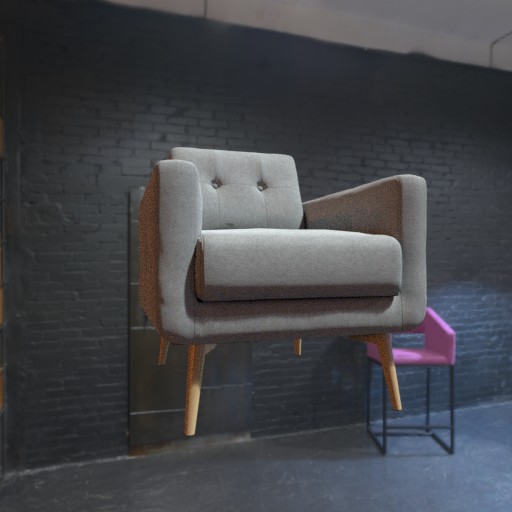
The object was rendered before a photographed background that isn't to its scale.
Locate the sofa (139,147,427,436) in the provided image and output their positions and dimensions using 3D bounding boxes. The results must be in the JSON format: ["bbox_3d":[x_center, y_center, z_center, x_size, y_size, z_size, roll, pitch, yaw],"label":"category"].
[{"bbox_3d":[0.000,0.000,1.543,0.770,0.860,0.920,0,0,-17],"label":"sofa"}]
